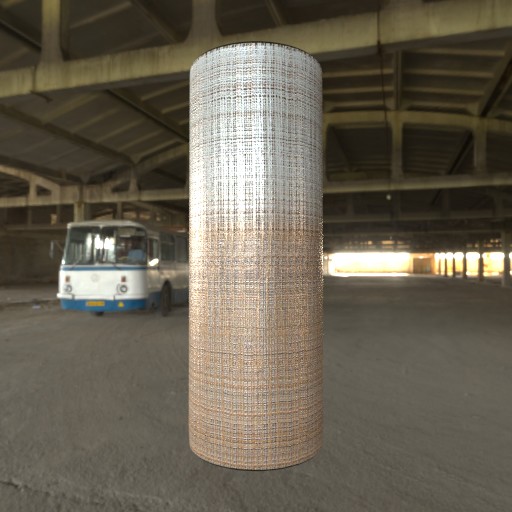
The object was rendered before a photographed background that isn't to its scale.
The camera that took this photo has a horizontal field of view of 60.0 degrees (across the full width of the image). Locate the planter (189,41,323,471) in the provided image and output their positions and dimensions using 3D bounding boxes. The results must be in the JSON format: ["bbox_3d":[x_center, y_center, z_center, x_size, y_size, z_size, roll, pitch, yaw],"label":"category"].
[{"bbox_3d":[0.000,0.000,0.332,0.099,0.278,0.099,0,-1,17],"label":"planter"}]
